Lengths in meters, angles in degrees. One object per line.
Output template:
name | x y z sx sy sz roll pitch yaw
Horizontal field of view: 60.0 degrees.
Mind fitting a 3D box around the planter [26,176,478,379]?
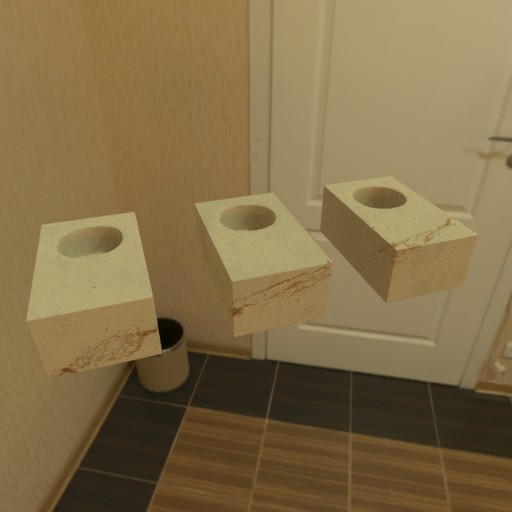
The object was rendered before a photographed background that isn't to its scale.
planter | 0.000 0.000 0.375 0.333 0.051 0.127 -10 34 -15
